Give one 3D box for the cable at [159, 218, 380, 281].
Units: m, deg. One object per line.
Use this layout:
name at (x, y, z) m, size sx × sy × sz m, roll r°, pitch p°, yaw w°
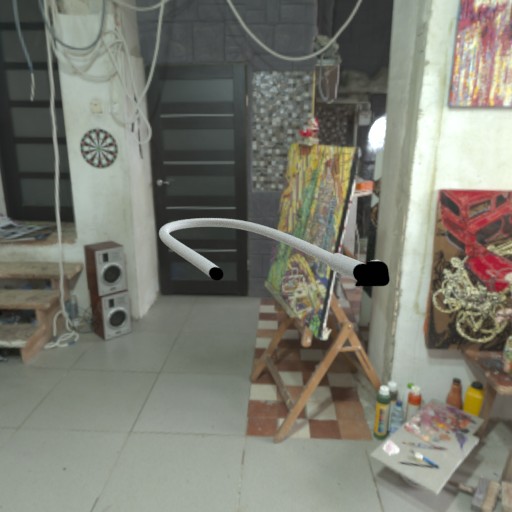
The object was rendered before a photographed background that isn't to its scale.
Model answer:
cable at (0.000, 0.000, 0.114) m, size 0.040 × 0.006 × 0.098 m, roll -8°, pitch 18°, yaw -26°
